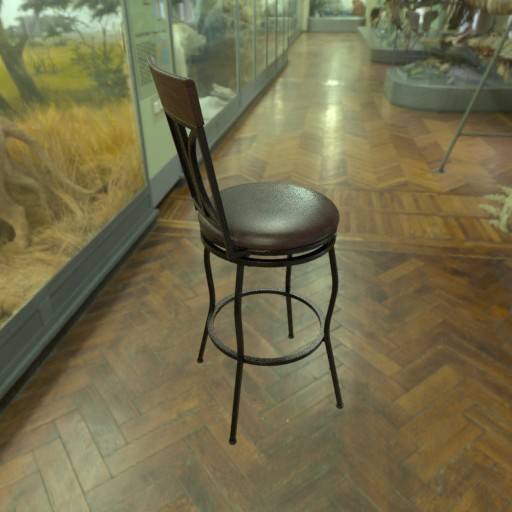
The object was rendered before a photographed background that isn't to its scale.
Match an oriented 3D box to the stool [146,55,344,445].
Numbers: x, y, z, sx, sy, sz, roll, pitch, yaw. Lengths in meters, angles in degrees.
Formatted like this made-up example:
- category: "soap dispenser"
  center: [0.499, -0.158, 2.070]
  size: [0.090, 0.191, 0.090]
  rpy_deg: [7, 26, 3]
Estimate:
- category: "stool"
  center: [0.000, 0.000, 1.394]
  size: [0.513, 1.130, 0.448]
  rpy_deg: [-11, 32, -18]
